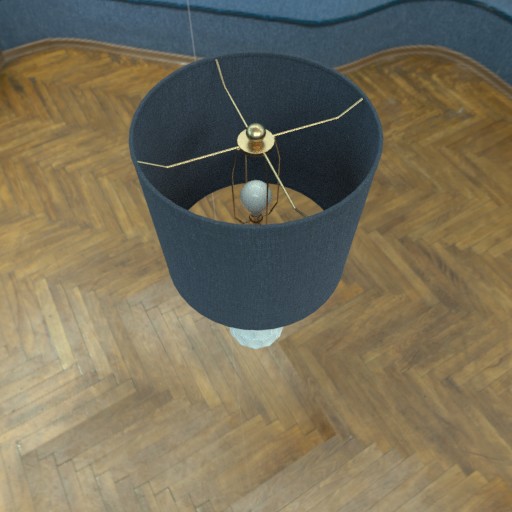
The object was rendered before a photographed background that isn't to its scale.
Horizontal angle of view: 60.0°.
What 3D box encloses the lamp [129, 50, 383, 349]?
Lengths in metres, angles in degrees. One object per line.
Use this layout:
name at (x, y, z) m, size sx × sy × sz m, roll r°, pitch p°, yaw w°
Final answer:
lamp at (0.000, 0.000, 0.713) m, size 0.277 × 0.537 × 0.277 m, roll 14°, pitch 59°, yaw 9°
